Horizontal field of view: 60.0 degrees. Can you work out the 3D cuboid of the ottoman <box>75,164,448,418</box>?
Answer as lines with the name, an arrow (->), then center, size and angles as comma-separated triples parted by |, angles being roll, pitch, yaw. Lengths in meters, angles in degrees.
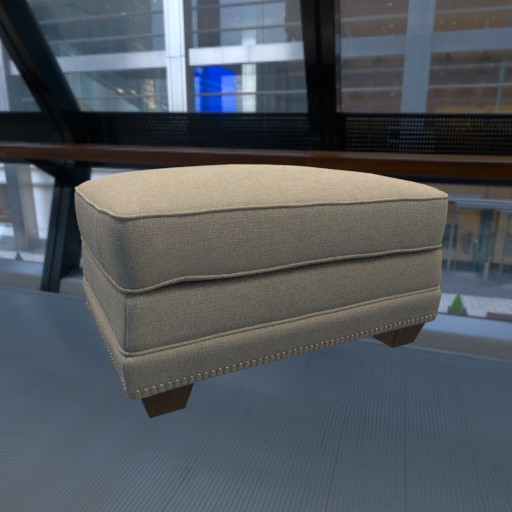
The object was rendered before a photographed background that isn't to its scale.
ottoman -> 0.000, 0.000, 1.149 | 0.813, 0.458, 0.559 | -8, 17, -27
